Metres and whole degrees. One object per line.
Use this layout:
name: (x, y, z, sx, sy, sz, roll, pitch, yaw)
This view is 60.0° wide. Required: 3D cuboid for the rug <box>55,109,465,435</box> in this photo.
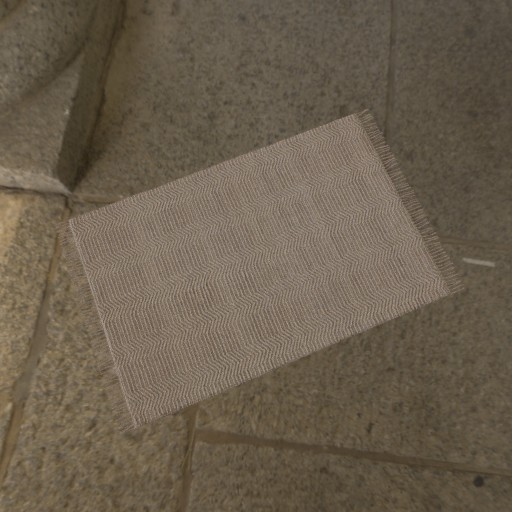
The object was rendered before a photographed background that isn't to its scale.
rug: (0.000, 0.000, 3.117, 2.523, 0.034, 1.528, -22, 76, -6)
